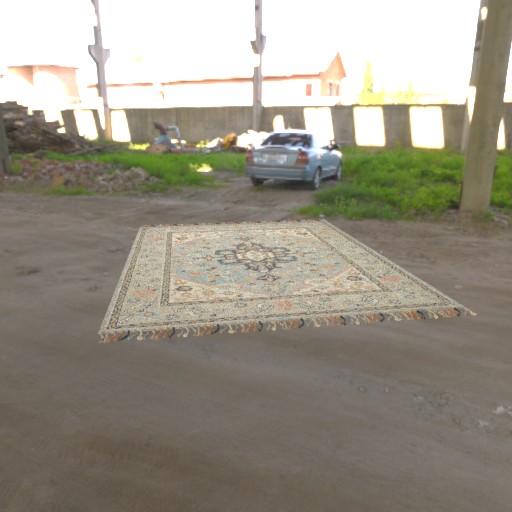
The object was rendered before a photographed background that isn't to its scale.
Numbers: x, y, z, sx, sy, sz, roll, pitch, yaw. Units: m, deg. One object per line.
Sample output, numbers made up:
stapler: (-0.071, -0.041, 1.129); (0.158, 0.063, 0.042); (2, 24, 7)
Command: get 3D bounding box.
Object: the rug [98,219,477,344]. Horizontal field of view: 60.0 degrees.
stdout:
rug: (0.000, 0.000, 2.256); (1.278, 0.009, 1.730); (-3, 16, -9)
